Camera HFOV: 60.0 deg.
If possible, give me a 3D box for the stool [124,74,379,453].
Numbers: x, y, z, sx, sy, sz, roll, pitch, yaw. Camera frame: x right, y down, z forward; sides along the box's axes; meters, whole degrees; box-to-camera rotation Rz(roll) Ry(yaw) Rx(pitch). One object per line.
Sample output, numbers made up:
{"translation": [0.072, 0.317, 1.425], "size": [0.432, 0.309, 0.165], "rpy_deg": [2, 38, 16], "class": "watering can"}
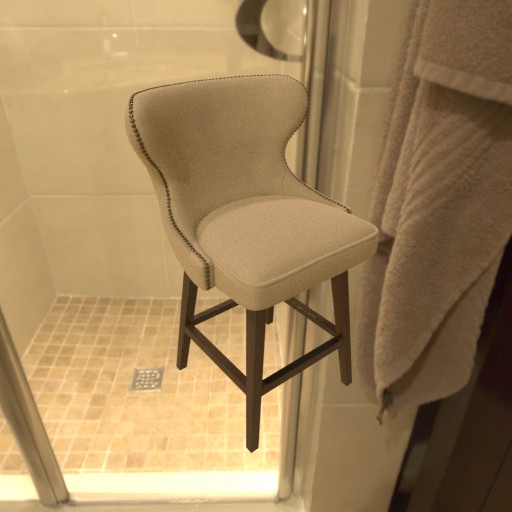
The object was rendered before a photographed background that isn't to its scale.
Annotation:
{"translation": [0.000, 0.000, 1.384], "size": [0.615, 0.972, 0.597], "rpy_deg": [-22, 37, -32], "class": "stool"}
